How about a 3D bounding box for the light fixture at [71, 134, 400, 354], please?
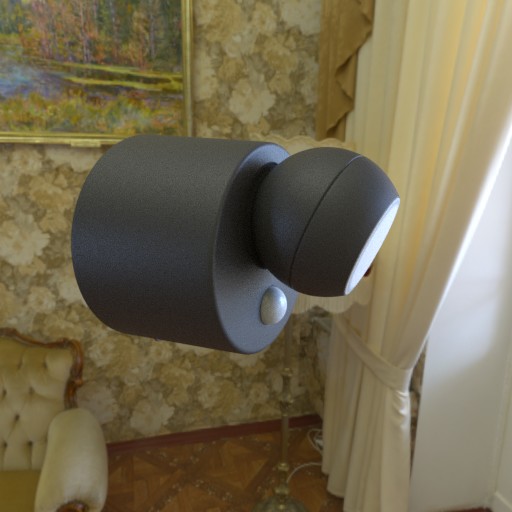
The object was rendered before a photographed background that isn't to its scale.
[{"bbox_3d":[0.000,0.000,0.266,0.160,0.143,0.134,7,16,27],"label":"light fixture"}]
